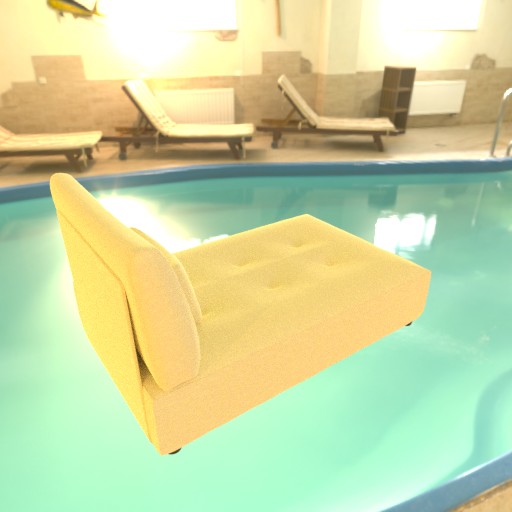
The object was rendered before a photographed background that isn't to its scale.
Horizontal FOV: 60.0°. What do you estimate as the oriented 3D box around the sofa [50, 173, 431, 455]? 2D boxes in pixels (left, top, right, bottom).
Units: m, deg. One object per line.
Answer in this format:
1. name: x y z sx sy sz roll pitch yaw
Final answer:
1. sofa: 0.000 0.000 2.016 1.450 0.820 0.930 -18 33 -31
